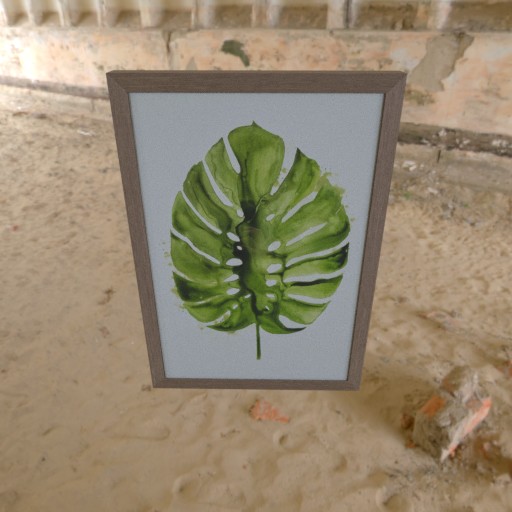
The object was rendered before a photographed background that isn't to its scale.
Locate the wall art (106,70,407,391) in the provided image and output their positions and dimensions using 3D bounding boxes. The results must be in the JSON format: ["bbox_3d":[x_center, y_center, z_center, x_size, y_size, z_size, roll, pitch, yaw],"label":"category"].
[{"bbox_3d":[0.000,0.000,0.660,0.358,0.510,0.032,0,28,1],"label":"wall art"}]
